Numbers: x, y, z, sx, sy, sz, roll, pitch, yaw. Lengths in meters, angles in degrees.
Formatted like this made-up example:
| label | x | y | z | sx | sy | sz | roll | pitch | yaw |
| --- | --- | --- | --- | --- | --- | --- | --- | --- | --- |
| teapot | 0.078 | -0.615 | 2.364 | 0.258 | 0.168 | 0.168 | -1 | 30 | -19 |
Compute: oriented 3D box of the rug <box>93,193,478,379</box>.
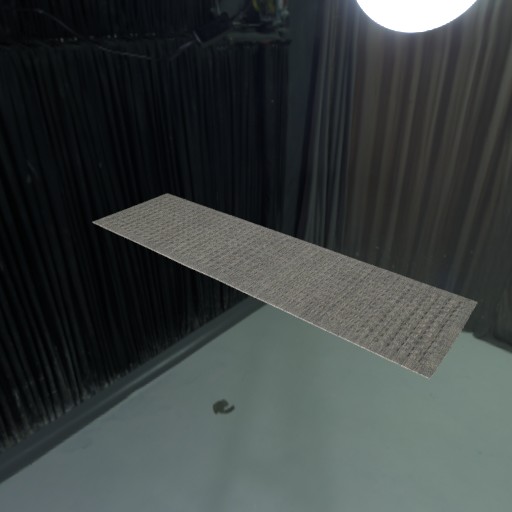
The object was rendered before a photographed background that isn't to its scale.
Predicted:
| label | x | y | z | sx | sy | sz | roll | pitch | yaw |
| --- | --- | --- | --- | --- | --- | --- | --- | --- | --- |
| rug | 0.000 | 0.000 | 2.753 | 2.443 | 0.009 | 0.706 | 22 | 36 | 33 |
